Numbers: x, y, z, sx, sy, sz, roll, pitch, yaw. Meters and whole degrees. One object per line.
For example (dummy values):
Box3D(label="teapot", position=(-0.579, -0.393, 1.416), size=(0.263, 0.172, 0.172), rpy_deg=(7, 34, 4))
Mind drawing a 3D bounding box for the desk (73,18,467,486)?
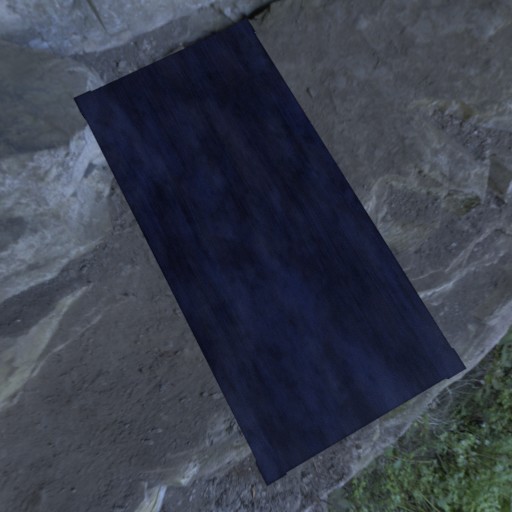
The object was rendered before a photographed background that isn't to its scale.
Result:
Box3D(label="desk", position=(0.000, 0.000, 1.737), size=(0.630, 0.861, 1.289), rpy_deg=(-28, 79, -6))
